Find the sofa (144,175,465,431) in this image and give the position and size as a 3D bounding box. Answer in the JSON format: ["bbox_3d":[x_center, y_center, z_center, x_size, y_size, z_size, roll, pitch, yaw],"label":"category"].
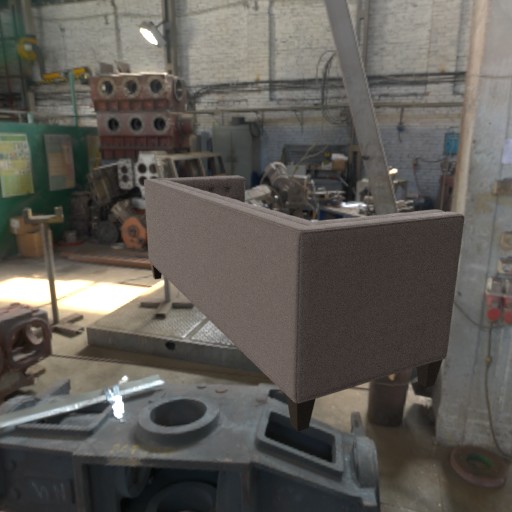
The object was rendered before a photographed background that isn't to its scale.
[{"bbox_3d":[0.000,0.000,2.605,0.775,0.762,2.159,-7,16,-26],"label":"sofa"}]
